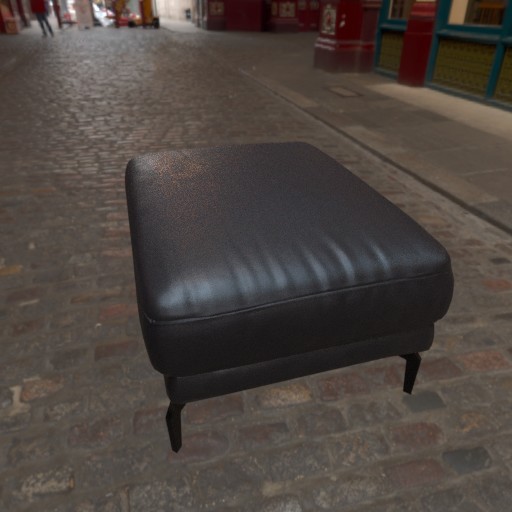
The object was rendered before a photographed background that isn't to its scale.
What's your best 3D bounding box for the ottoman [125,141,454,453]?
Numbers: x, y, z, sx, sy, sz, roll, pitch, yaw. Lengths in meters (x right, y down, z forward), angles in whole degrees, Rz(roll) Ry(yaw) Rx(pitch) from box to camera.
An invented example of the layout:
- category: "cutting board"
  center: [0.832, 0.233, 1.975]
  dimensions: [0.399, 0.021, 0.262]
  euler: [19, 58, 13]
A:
- category: "ottoman"
  center: [0.000, 0.000, 1.084]
  dimensions: [0.570, 0.402, 0.764]
  euler: [-9, 32, -14]
